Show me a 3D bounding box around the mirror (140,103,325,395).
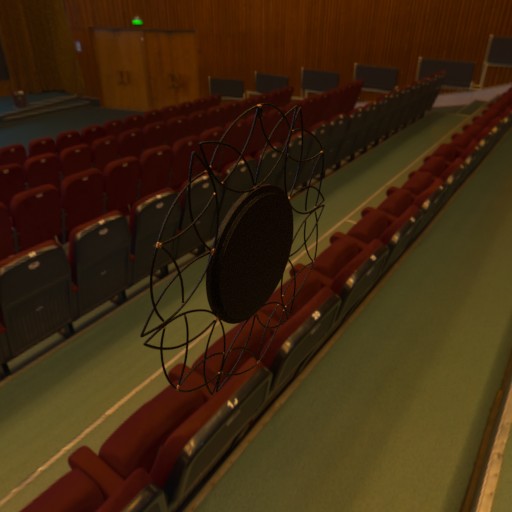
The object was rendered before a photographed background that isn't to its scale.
[{"bbox_3d":[0.000,0.000,1.167,0.028,0.775,0.797,20,37,29],"label":"mirror"}]
